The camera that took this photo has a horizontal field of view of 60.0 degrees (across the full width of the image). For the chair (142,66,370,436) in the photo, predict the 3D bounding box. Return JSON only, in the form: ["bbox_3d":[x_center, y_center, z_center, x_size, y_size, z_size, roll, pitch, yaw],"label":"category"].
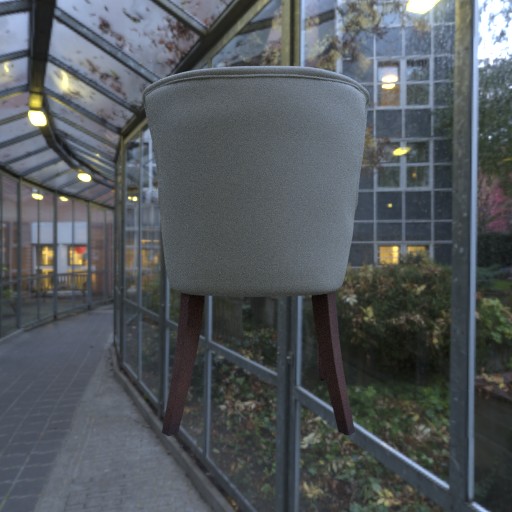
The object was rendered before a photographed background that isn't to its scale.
[{"bbox_3d":[0.000,0.000,1.408,0.660,0.952,0.686,0,0,-1],"label":"chair"}]
